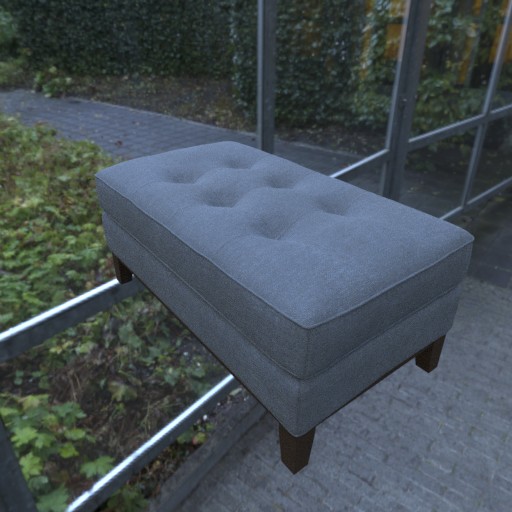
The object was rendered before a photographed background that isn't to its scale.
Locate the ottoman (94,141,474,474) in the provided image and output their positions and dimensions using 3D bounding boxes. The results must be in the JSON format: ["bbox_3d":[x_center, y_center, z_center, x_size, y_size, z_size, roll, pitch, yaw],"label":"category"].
[{"bbox_3d":[0.000,0.000,1.470,0.648,0.514,1.143,-21,36,-32],"label":"ottoman"}]
